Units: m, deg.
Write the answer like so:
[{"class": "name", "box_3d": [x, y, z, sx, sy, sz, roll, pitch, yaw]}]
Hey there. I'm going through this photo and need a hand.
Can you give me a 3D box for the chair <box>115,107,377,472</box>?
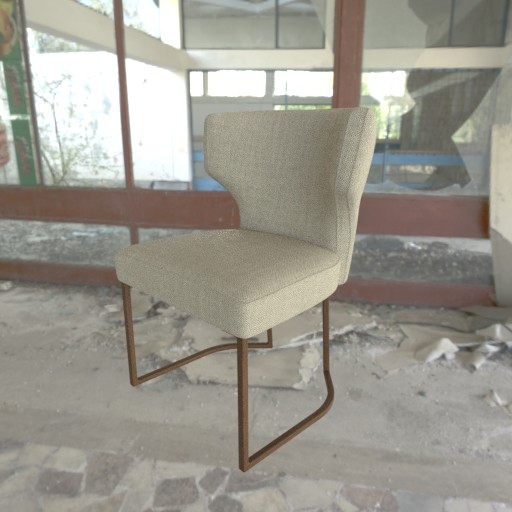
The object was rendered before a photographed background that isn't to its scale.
[{"class": "chair", "box_3d": [0.000, 0.000, 1.284, 0.617, 0.824, 0.611, -15, 22, -42]}]
